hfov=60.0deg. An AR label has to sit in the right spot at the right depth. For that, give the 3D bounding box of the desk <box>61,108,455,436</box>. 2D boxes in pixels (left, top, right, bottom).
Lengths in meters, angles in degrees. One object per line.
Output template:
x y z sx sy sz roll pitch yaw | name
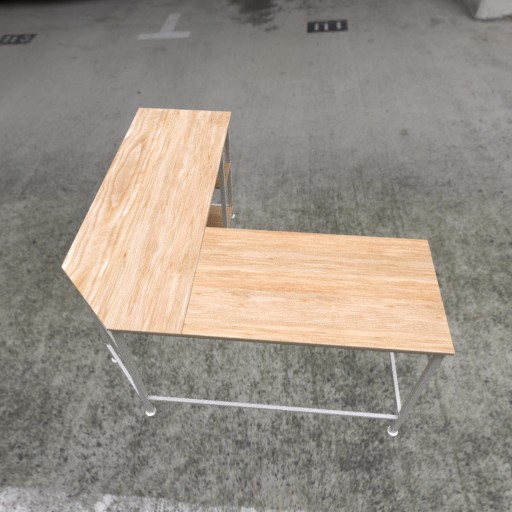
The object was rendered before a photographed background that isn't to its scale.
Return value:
0.000 0.000 2.175 1.379 0.739 1.379 4 48 3 | desk
